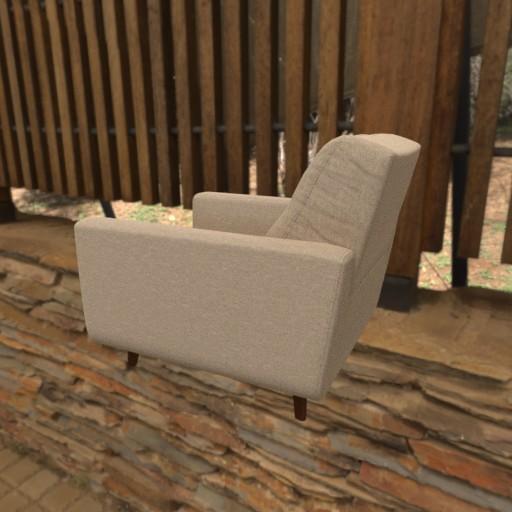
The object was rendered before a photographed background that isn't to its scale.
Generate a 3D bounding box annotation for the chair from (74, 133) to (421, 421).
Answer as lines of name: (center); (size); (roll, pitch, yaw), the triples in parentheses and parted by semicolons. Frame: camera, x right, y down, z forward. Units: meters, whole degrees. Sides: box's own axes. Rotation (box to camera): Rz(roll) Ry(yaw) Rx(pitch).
chair: (0.000, 0.000, 1.814); (1.128, 0.965, 0.897); (8, 18, 25)
